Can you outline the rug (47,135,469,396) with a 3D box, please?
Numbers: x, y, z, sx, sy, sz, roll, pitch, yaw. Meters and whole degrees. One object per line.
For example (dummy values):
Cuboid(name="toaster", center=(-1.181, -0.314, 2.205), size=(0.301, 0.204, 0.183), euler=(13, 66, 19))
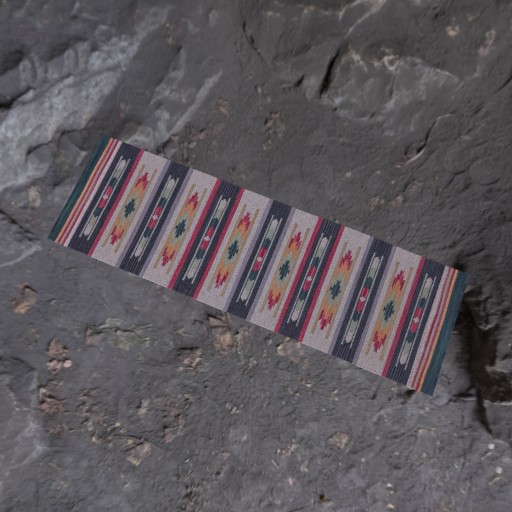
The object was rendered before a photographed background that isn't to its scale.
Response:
Cuboid(name="rug", center=(0.000, 0.000, 2.669), size=(2.440, 0.009, 0.760), euler=(22, 77, 5))
